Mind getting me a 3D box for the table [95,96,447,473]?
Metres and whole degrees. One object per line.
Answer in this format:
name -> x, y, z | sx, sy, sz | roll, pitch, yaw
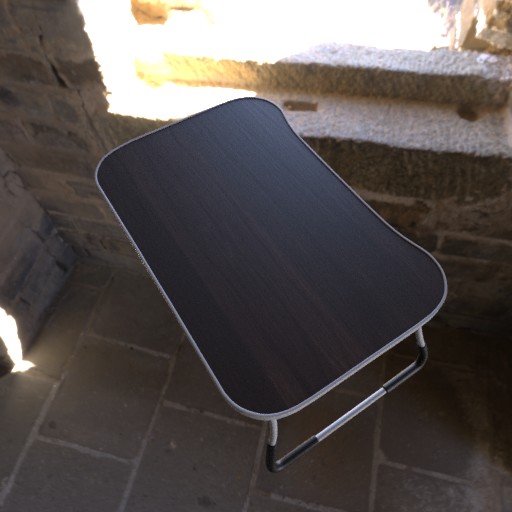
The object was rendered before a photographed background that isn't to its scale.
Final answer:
table -> 0.000, 0.000, 0.859 | 0.400, 0.232, 0.660 | -29, 62, -17
